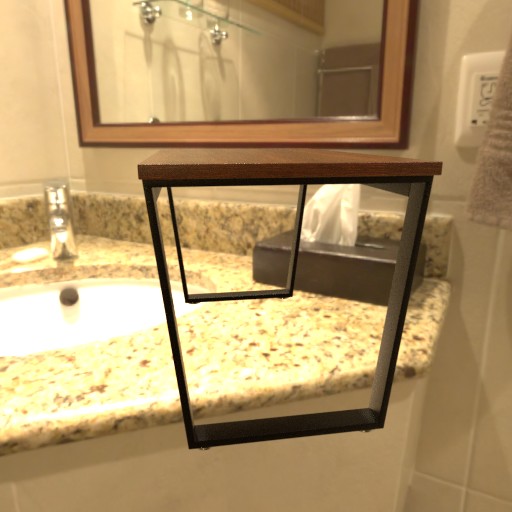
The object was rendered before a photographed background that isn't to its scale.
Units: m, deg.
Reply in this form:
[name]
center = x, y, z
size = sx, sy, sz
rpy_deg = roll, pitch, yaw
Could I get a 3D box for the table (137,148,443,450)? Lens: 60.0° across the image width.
[table]
center = 0.000, 0.000, 1.680
size = 0.714, 0.760, 1.205
rpy_deg = -2, 15, -9
